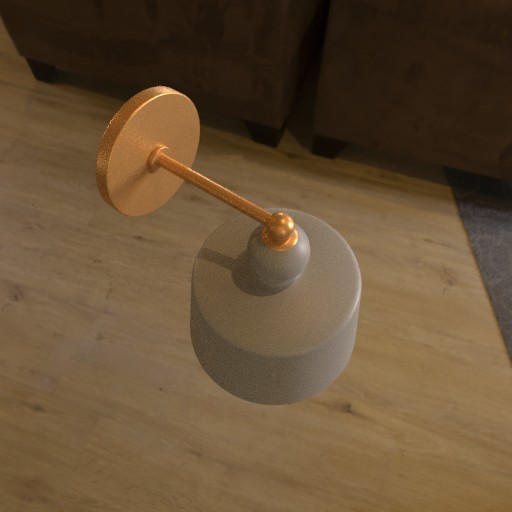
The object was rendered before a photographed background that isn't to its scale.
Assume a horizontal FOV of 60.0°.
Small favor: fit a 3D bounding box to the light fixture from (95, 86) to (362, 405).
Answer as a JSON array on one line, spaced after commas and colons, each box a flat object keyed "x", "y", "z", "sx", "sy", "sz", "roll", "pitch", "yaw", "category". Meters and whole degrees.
[{"x": 0.000, "y": 0.000, "z": 0.445, "sx": 0.254, "sy": 0.268, "sz": 0.204, "roll": 31, "pitch": 63, "yaw": 17, "category": "light fixture"}]
